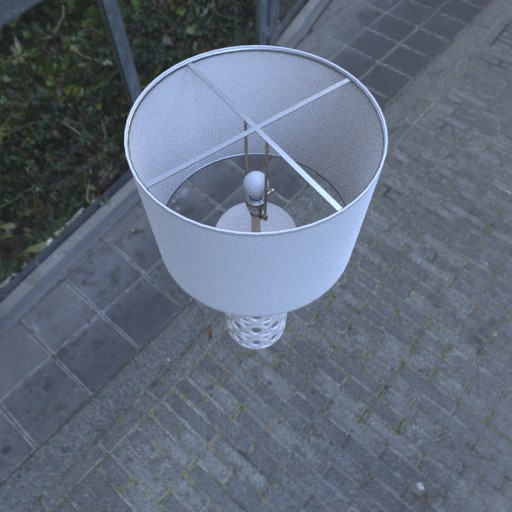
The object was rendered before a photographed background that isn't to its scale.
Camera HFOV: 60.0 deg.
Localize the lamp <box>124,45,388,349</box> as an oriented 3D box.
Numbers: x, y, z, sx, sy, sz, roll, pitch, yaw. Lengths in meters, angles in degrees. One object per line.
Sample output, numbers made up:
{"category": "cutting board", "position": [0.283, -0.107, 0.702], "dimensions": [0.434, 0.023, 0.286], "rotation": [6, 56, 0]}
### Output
{"category": "lamp", "position": [0.000, 0.000, 0.826], "dimensions": [0.324, 0.636, 0.325], "rotation": [-32, 64, -18]}
